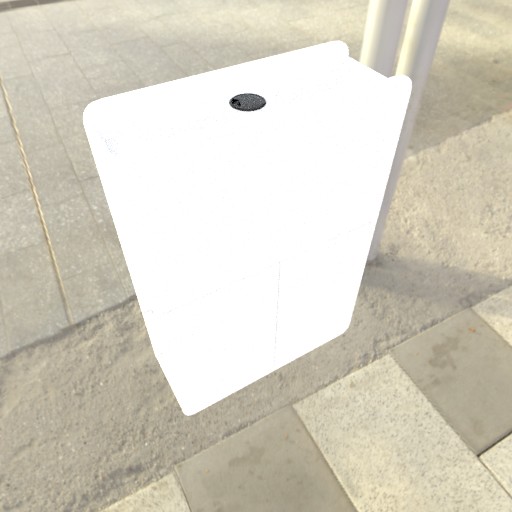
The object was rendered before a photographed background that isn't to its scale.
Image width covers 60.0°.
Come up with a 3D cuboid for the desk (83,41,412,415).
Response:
[{"bbox_3d":[0.000,0.000,1.512,0.795,1.190,0.278,-23,51,-21],"label":"desk"}]
